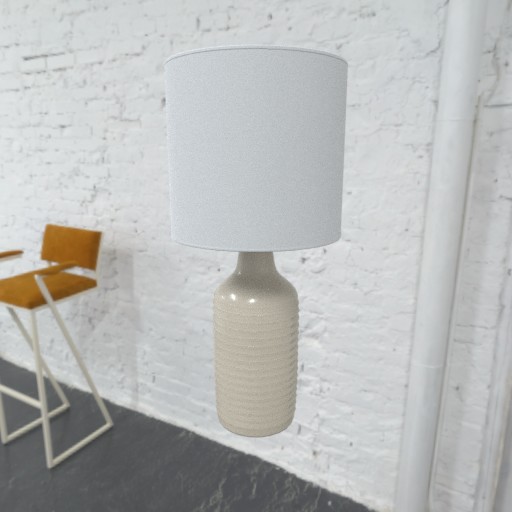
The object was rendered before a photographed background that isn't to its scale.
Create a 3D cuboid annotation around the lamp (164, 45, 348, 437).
[{"bbox_3d":[0.000,0.000,0.595,0.220,0.475,0.220,2,13,9],"label":"lamp"}]
